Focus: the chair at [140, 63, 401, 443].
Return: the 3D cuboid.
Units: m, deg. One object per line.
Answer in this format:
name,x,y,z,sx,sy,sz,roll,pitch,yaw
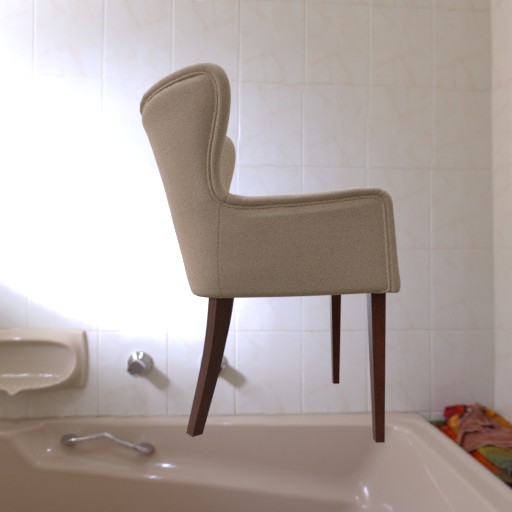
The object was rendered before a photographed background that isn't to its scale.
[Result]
chair,0.000,0.000,1.457,0.744,0.990,0.696,0,0,-2
